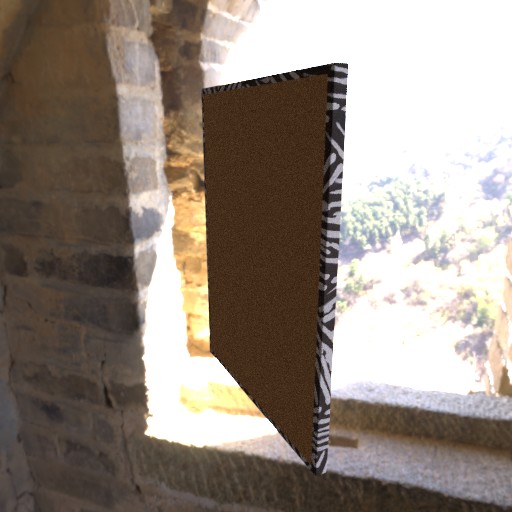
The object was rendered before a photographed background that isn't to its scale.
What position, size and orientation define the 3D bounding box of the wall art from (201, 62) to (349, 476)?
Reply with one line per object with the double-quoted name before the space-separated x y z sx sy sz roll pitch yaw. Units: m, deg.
"wall art" 0.000 0.000 1.366 0.038 1.017 0.765 -8 18 -26
